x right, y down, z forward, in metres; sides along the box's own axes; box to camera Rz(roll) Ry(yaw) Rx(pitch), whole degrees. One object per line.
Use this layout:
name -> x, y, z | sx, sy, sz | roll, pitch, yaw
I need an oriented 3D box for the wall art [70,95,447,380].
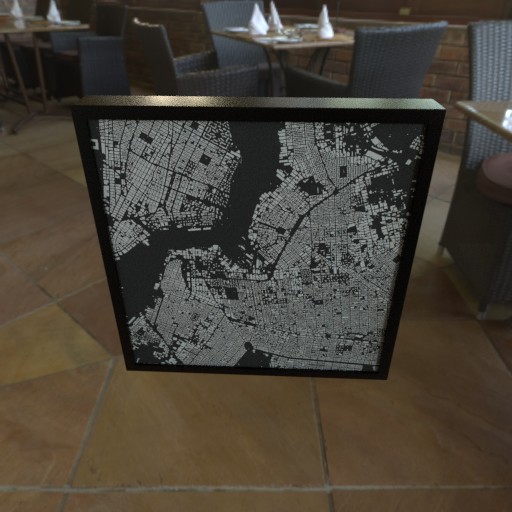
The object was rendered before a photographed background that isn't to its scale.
wall art -> 0.000, 0.000, 0.445 | 0.299, 0.299, 0.037 | 1, 32, 2
